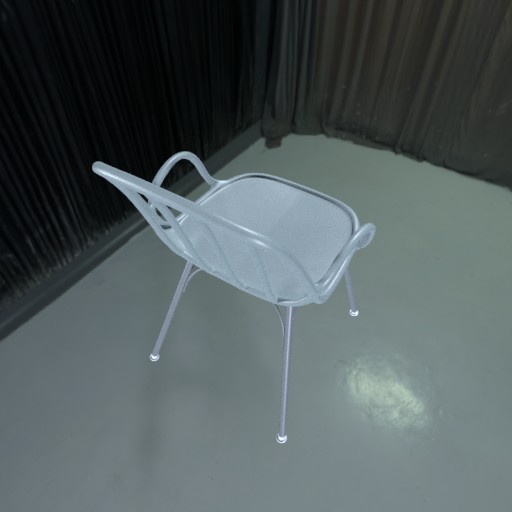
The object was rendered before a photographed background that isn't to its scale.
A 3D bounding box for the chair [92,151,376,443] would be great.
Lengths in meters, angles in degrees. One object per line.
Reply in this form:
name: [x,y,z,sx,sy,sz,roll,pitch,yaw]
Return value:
chair: [0.000,0.000,1.201,0.549,0.816,0.597,25,51,22]
